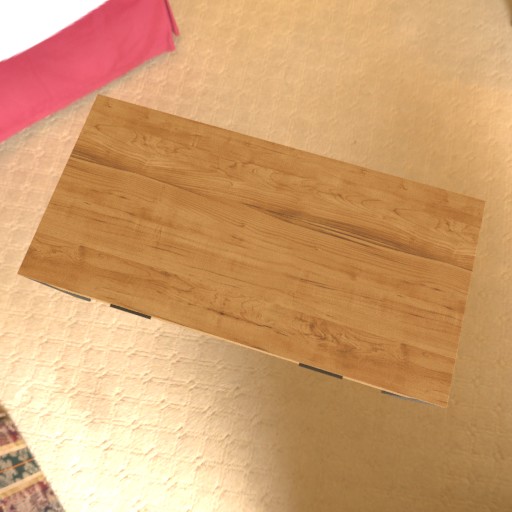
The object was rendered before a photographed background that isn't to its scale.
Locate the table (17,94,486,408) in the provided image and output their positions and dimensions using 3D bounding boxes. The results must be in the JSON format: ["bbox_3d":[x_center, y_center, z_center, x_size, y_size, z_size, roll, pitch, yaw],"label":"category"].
[{"bbox_3d":[0.000,0.000,1.420,1.180,0.400,0.590,17,76,4],"label":"table"}]
